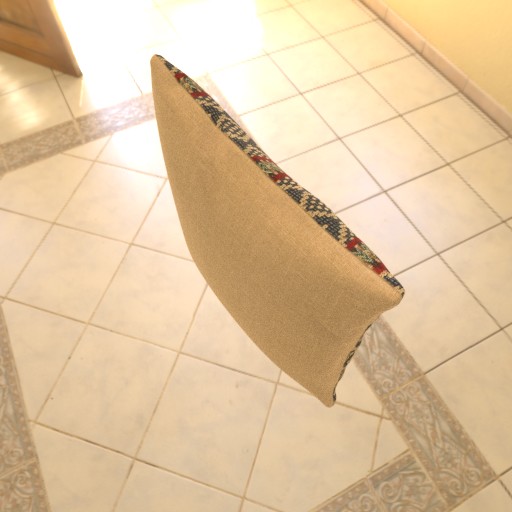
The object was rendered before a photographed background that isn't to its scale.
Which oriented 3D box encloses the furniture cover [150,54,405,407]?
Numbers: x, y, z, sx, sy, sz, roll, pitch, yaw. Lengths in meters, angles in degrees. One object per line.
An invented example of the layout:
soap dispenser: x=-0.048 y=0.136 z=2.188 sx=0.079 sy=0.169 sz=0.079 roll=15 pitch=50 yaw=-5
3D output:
furniture cover: x=0.000 y=0.000 z=0.657 sx=0.139 sy=0.431 sz=0.431 roll=-33 pitch=65 yaw=-18
